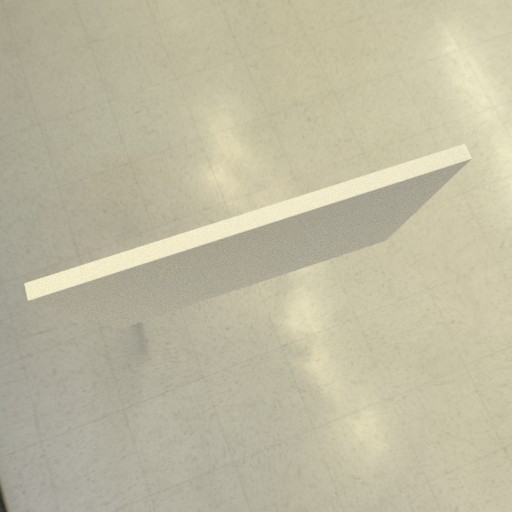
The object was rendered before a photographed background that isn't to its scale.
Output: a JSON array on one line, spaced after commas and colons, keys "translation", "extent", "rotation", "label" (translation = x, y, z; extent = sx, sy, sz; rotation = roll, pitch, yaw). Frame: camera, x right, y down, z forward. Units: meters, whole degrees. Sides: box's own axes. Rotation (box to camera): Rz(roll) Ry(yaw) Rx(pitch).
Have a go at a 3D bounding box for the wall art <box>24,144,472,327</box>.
[{"translation": [0.000, 0.000, 1.145], "extent": [0.898, 0.601, 0.038], "rotation": [-18, 77, -4], "label": "wall art"}]
